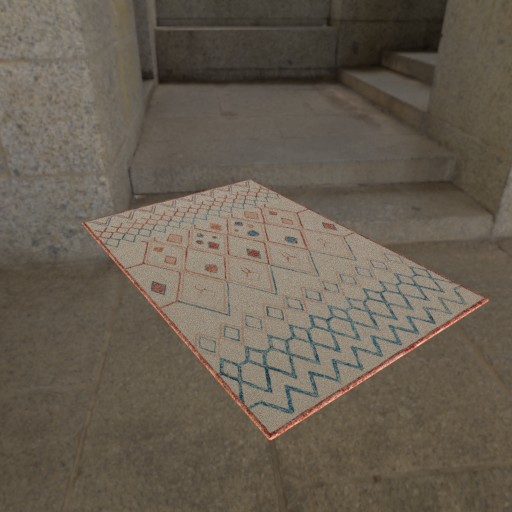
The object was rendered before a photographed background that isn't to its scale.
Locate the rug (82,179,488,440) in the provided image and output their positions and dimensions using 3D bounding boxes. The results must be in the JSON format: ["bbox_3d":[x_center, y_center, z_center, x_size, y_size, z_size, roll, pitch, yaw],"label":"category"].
[{"bbox_3d":[0.000,0.000,2.289,1.219,0.016,1.829,-20,36,-30],"label":"rug"}]
